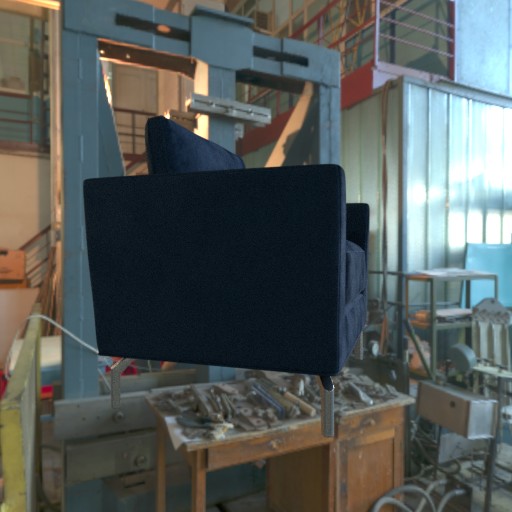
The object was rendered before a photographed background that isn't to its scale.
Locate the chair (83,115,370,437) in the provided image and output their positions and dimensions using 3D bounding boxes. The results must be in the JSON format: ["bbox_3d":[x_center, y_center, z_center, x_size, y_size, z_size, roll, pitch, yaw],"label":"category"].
[{"bbox_3d":[0.000,0.000,1.615,0.746,0.893,0.977,0,1,18],"label":"chair"}]
